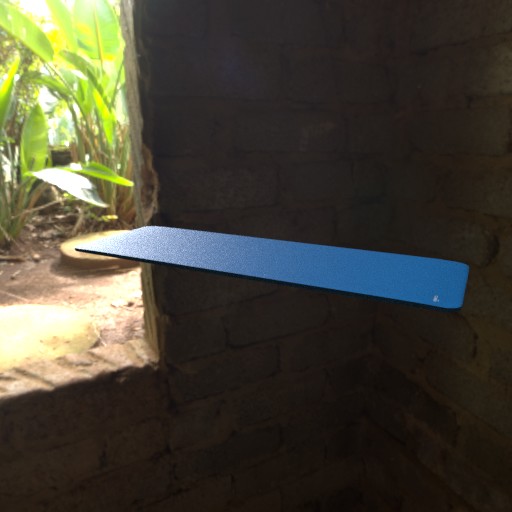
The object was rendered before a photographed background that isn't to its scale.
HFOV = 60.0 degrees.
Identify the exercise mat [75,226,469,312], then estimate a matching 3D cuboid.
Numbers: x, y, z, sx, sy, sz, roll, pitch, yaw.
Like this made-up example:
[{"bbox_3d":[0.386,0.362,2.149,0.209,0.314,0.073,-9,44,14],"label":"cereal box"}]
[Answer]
[{"bbox_3d":[0.000,0.000,2.159,1.869,0.021,0.616,8,18,26],"label":"exercise mat"}]
